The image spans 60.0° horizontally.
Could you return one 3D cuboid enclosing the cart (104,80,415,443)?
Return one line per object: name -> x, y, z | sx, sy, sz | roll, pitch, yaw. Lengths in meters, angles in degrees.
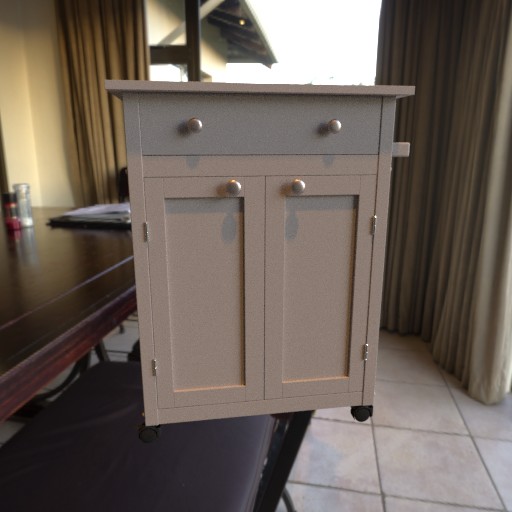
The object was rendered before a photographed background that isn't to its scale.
cart -> 0.000, 0.000, 1.254 | 0.683, 0.864, 0.442 | -2, 14, -9
